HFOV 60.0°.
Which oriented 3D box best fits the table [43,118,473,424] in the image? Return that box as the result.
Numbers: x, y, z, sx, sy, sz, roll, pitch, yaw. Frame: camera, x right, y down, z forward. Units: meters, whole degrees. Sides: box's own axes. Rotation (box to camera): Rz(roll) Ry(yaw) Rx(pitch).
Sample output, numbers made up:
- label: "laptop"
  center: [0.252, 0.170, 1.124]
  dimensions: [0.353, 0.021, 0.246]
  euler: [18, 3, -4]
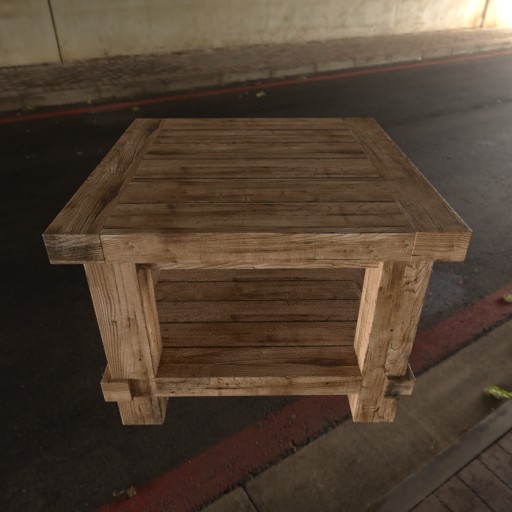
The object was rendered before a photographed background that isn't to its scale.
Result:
- label: "table"
  center: [0.000, 0.000, 1.006]
  dimensions: [0.610, 0.457, 0.610]
  euler: [0, 32, -1]
